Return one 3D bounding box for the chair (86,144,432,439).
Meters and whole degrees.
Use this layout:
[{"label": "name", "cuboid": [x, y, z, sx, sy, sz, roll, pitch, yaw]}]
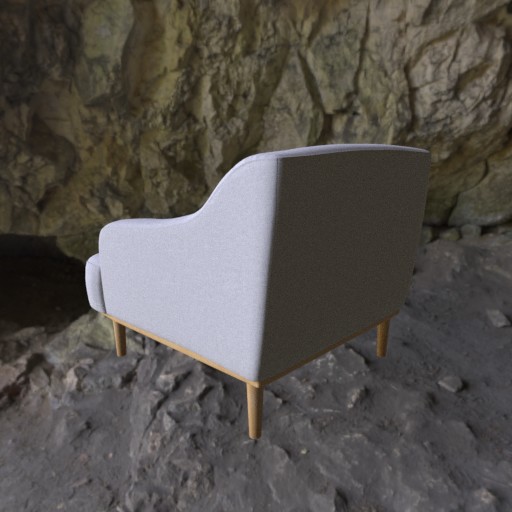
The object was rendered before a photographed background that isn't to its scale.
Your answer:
[{"label": "chair", "cuboid": [0.000, 0.000, 1.668, 0.946, 0.818, 0.951, -14, 20, -43]}]
